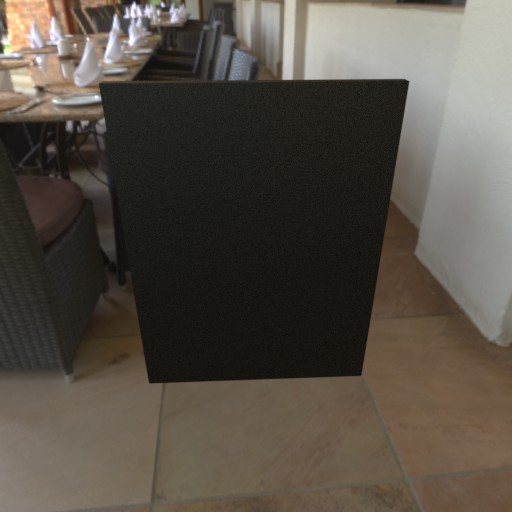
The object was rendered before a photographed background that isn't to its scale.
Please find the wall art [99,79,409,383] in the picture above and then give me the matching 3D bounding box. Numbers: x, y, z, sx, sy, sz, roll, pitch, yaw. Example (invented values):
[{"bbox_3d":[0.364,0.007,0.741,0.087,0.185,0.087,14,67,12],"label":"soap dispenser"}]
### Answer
[{"bbox_3d":[0.000,0.000,1.431,0.806,1.062,0.038,-1,30,-2],"label":"wall art"}]
